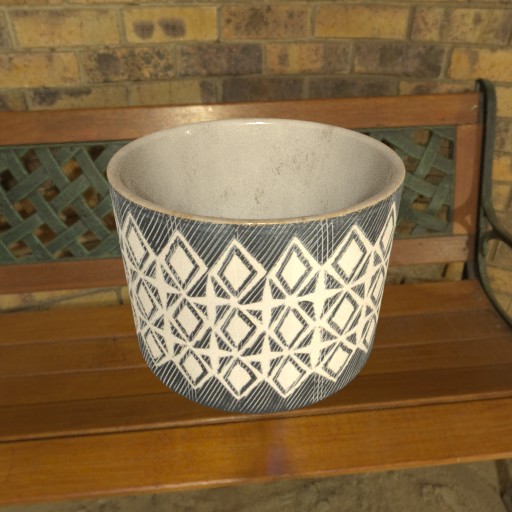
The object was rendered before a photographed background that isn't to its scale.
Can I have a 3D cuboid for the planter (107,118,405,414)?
[{"bbox_3d":[0.000,0.000,0.223,0.126,0.104,0.126,0,32,0],"label":"planter"}]
